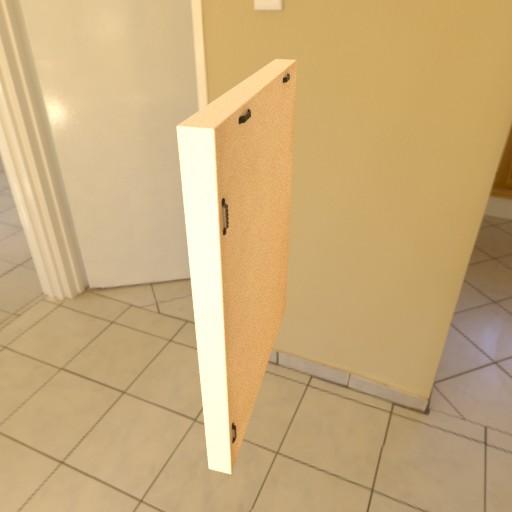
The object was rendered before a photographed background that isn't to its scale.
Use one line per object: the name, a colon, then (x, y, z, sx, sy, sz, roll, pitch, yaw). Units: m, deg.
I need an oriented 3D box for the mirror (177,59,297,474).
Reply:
mirror: (0.000, 0.000, 0.687, 0.041, 0.508, 0.405, 8, 33, 12)
